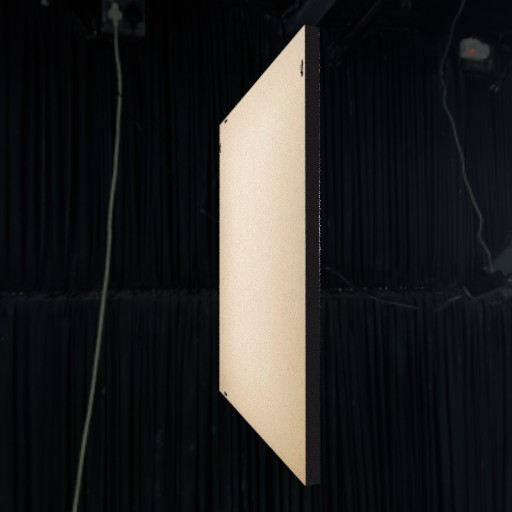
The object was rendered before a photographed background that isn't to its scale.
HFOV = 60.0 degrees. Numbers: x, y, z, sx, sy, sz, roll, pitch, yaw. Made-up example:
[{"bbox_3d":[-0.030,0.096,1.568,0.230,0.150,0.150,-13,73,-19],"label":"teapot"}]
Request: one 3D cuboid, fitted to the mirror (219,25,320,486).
[{"bbox_3d":[0.000,0.000,1.342,0.041,1.016,0.762,0,-1,-19],"label":"mirror"}]
